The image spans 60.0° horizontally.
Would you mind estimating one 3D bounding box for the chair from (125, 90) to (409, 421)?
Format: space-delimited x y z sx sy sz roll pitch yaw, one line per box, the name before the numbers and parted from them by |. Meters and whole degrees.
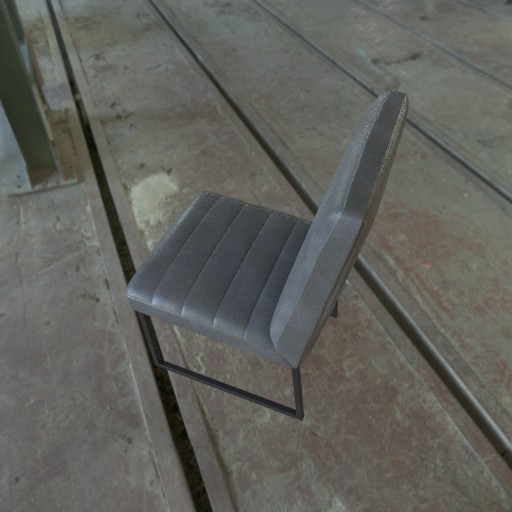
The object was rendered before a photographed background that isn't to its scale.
chair | 0.000 0.000 1.332 0.634 0.930 0.520 16 49 15
